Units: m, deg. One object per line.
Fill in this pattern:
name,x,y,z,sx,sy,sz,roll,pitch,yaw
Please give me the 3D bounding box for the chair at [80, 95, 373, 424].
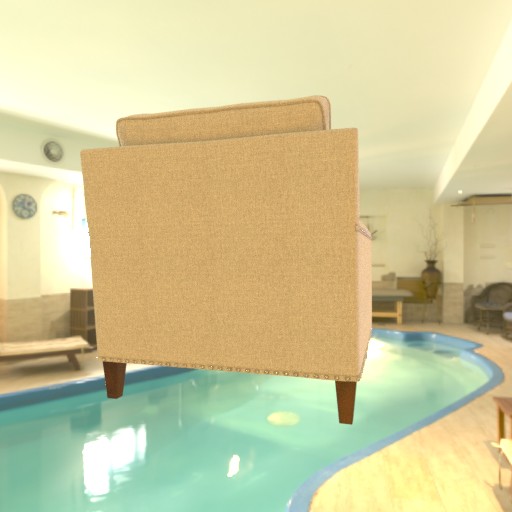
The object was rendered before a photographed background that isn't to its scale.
chair,0.000,0.000,1.731,0.853,0.943,1.014,0,0,17
